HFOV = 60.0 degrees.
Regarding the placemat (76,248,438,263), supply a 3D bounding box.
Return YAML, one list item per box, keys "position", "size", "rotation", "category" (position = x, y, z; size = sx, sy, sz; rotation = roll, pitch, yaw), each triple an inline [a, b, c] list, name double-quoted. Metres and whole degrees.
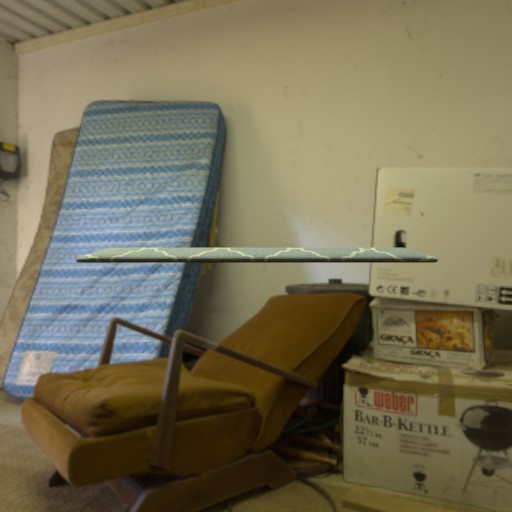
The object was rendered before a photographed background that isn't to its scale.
- position: [0.000, 0.000, 0.970]
  size: [0.508, 0.021, 0.762]
  rotation: [0, 0, 0]
  category: "placemat"
